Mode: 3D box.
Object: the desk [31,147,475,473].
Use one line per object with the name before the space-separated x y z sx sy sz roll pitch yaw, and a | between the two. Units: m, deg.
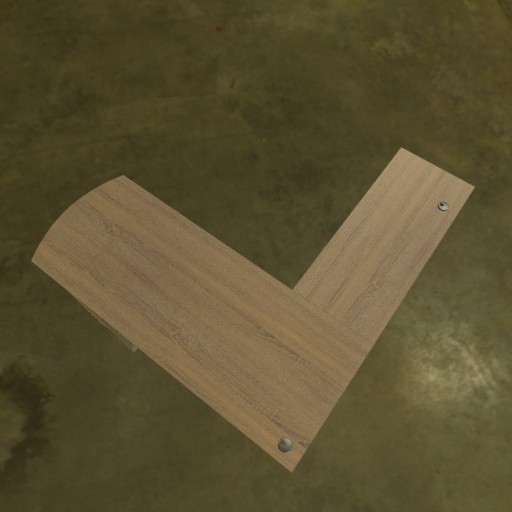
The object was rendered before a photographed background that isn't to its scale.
desk | 0.000 0.000 2.131 1.303 0.716 1.361 34 69 15
